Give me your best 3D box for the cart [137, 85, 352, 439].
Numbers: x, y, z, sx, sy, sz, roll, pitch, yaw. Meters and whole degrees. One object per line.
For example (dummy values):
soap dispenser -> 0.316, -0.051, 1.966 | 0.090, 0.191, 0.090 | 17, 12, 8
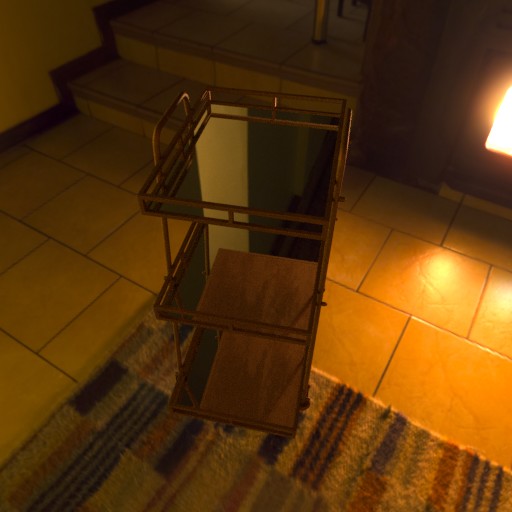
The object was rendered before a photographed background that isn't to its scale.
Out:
cart -> 0.000, 0.000, 1.289 | 0.441, 0.883, 0.711 | 9, 47, 8
